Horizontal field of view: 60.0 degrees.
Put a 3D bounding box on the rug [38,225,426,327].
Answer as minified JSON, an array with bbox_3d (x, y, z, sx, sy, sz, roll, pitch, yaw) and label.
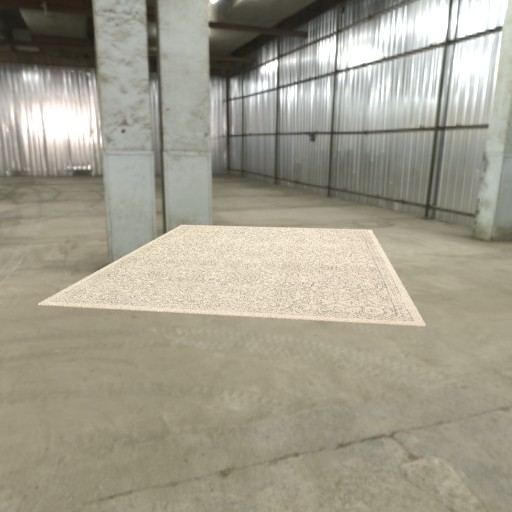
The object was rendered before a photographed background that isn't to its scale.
[{"bbox_3d":[0.000,0.000,4.192,2.441,0.015,3.050,2,14,8],"label":"rug"}]
